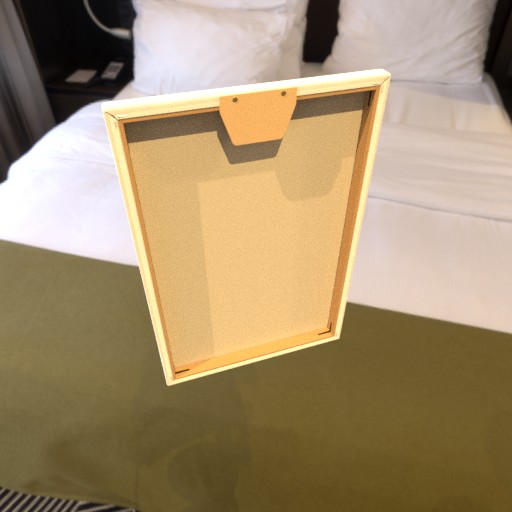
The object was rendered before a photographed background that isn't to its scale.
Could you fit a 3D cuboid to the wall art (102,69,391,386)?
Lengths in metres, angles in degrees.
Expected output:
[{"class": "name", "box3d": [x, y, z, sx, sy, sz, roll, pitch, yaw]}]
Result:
[{"class": "wall art", "box3d": [0.000, 0.000, 1.189, 0.602, 0.902, 0.048, -12, 43, -14]}]
